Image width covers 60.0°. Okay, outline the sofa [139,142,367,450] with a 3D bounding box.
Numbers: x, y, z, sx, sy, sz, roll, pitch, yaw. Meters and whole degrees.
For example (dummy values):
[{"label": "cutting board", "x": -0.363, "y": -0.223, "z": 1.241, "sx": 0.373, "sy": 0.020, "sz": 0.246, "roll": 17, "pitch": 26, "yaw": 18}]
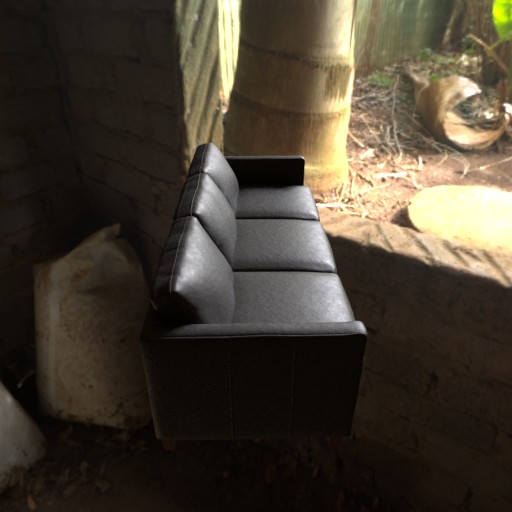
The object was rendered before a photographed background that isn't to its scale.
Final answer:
[{"label": "sofa", "x": 0.000, "y": 0.000, "z": 3.071, "sx": 1.045, "sy": 1.006, "sz": 2.464, "roll": -1, "pitch": 30, "yaw": -1}]
